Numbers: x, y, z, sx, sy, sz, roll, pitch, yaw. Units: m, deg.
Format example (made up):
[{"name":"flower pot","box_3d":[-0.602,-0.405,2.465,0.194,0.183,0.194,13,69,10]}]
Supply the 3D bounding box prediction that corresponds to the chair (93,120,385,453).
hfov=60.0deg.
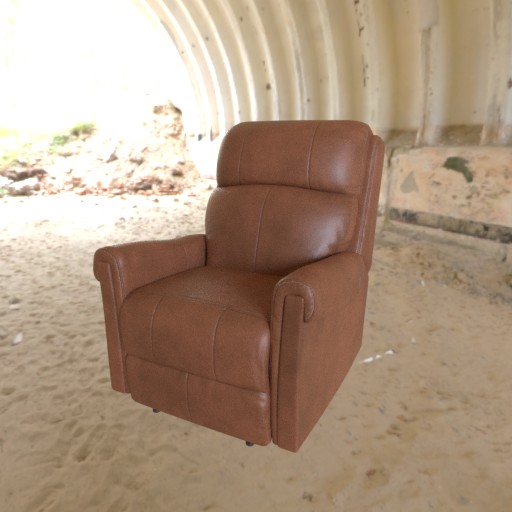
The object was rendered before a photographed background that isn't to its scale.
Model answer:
[{"name":"chair","box_3d":[0.000,0.000,1.771,0.838,1.054,1.014,8,17,27]}]
